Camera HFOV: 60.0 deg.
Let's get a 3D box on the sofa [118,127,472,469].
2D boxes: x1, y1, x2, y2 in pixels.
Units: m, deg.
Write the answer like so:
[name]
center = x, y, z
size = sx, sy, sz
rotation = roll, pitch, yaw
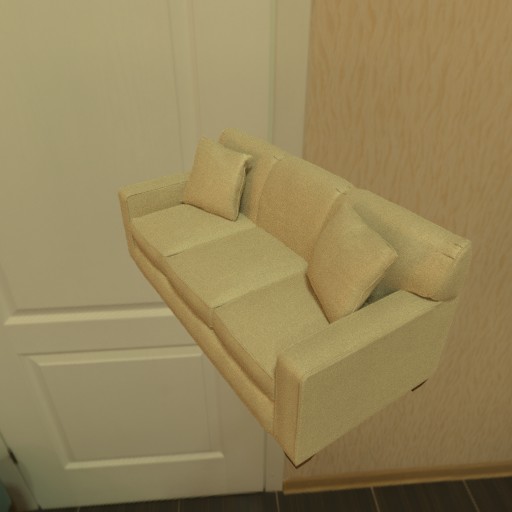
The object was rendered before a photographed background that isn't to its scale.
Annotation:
[sofa]
center = 0.000, 0.000, 2.610
size = 0.997, 0.958, 2.024
rotation = -20, 38, -28
